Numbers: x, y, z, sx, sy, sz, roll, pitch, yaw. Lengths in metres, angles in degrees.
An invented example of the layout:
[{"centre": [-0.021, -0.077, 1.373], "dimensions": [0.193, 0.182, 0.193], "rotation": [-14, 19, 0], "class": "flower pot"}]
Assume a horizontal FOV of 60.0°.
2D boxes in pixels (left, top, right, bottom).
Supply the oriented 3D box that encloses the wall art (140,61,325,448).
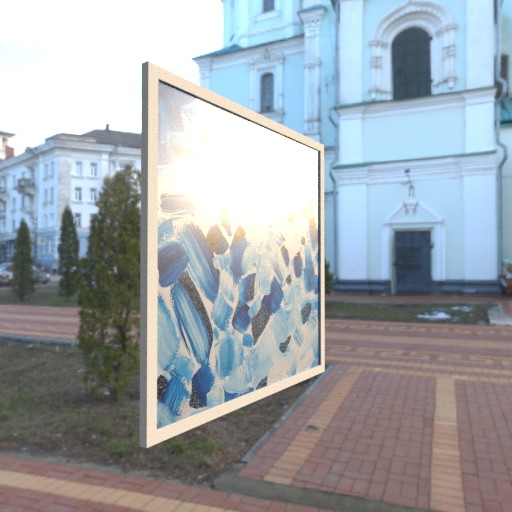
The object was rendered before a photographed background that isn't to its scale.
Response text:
[{"centre": [0.000, 0.000, 0.712], "dimensions": [0.012, 0.457, 0.457], "rotation": [-1, -1, 36], "class": "wall art"}]
